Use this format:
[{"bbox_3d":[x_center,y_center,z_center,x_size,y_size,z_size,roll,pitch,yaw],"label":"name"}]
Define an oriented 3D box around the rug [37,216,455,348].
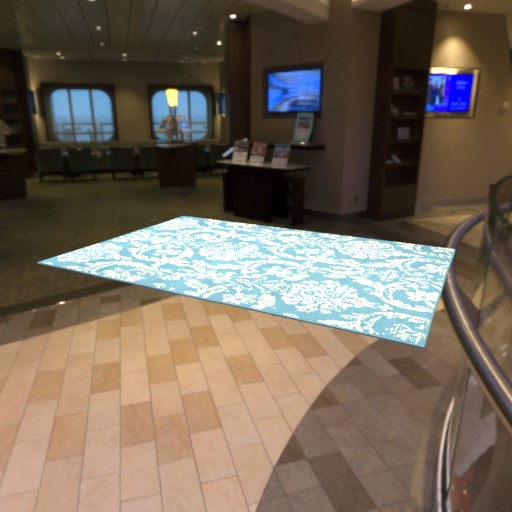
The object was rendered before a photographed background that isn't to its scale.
[{"bbox_3d":[0.000,0.000,2.318,1.833,0.012,1.211,9,20,26],"label":"rug"}]
